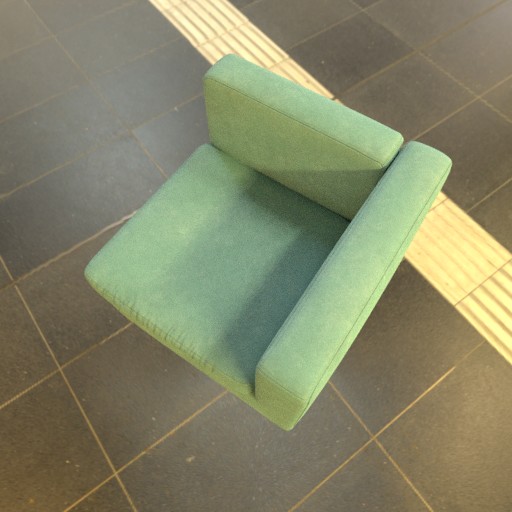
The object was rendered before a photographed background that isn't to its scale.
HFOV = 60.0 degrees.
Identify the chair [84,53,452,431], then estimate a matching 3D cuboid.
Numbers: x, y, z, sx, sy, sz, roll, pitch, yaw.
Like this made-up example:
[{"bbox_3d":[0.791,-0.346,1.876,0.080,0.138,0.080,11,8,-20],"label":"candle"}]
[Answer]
[{"bbox_3d":[0.000,0.000,1.243,0.680,0.660,0.680,31,67,15],"label":"chair"}]
